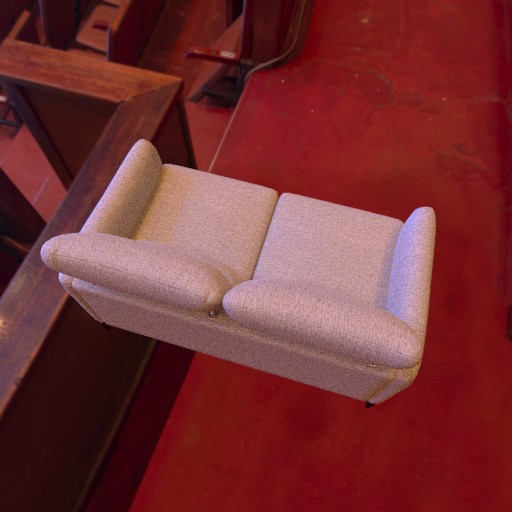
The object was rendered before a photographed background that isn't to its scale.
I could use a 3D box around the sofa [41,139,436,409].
[{"bbox_3d":[0.000,0.000,2.048,1.540,0.950,0.905,15,64,7],"label":"sofa"}]
